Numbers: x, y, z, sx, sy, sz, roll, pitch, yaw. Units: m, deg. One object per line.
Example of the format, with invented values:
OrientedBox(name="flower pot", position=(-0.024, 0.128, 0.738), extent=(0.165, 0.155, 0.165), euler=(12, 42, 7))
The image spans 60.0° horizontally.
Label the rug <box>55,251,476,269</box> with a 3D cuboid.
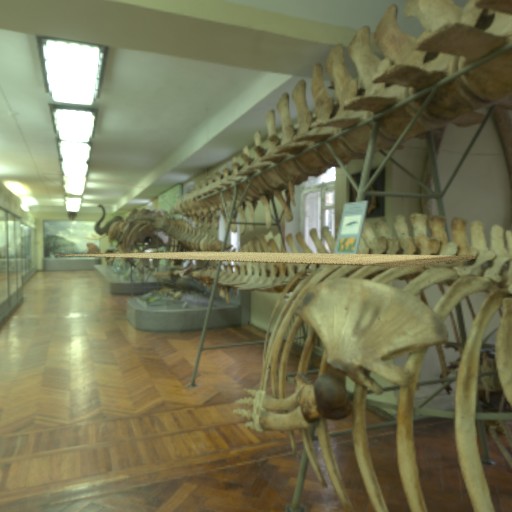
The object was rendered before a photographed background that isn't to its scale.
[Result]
OrientedBox(name="rug", position=(0.000, 0.000, 2.485), extent=(2.085, 0.027, 1.224), euler=(1, 2, 37))
